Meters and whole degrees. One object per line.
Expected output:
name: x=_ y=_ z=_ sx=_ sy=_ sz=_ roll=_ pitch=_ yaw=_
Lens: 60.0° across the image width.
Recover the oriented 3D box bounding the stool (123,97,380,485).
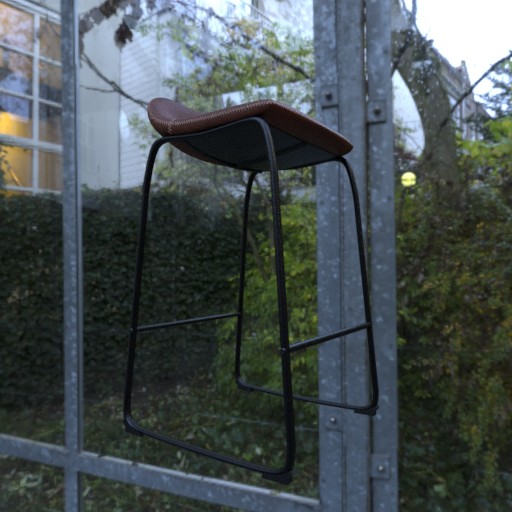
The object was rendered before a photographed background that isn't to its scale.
stool: x=0.000 y=0.000 z=1.110 sx=0.473 sy=0.830 sz=0.454 roll=-1 pitch=-1 yaw=35
